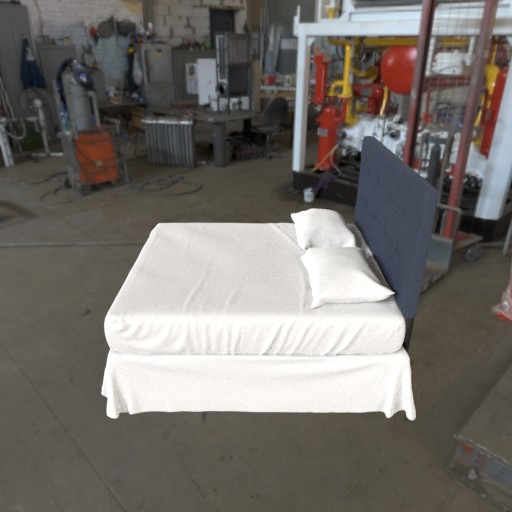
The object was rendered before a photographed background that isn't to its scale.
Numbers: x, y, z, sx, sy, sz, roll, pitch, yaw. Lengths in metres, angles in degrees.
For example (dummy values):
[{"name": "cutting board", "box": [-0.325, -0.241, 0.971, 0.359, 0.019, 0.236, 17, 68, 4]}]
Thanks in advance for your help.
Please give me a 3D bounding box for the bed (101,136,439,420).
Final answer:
[{"name": "bed", "box": [0.000, 0.000, 3.513, 2.222, 1.577, 1.936, 0, 26, 0]}]
